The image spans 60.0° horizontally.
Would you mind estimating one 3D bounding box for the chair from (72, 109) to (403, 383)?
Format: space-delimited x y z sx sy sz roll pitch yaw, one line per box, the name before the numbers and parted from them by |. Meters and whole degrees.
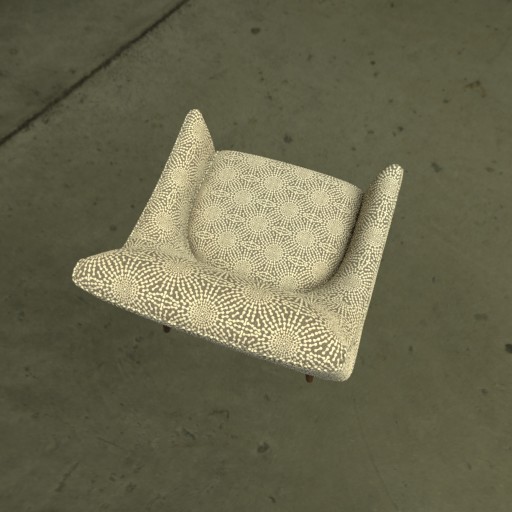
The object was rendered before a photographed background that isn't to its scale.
chair | 0.000 0.000 1.449 0.762 0.838 0.787 17 65 8
